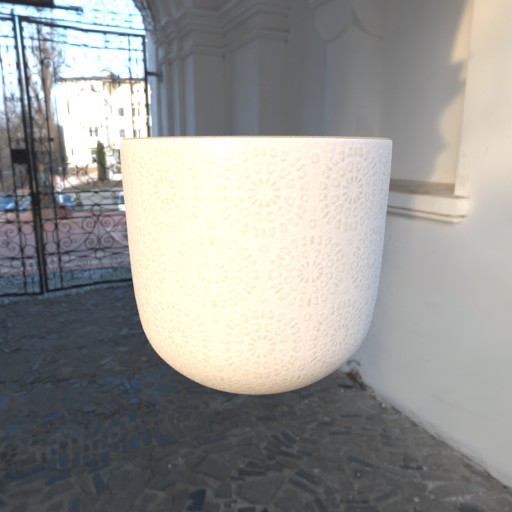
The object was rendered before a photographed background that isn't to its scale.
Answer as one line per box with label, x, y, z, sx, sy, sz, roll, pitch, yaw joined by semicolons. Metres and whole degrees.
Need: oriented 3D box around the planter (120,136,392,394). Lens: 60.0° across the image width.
planter;0.000;0.000;0.374;0.208;0.190;0.208;0;14;0
